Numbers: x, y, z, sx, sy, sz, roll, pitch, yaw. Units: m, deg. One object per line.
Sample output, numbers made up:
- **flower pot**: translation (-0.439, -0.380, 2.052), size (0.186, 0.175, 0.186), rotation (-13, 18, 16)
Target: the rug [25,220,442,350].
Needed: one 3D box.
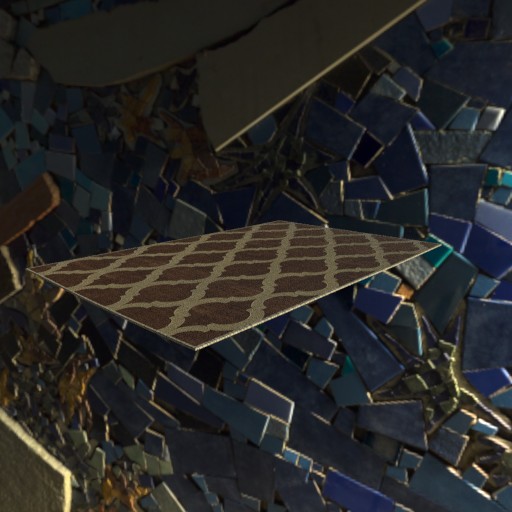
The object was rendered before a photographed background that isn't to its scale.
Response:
- **rug**: translation (0.000, 0.000, 2.841), size (1.522, 0.008, 2.284), rotation (13, 19, 41)
